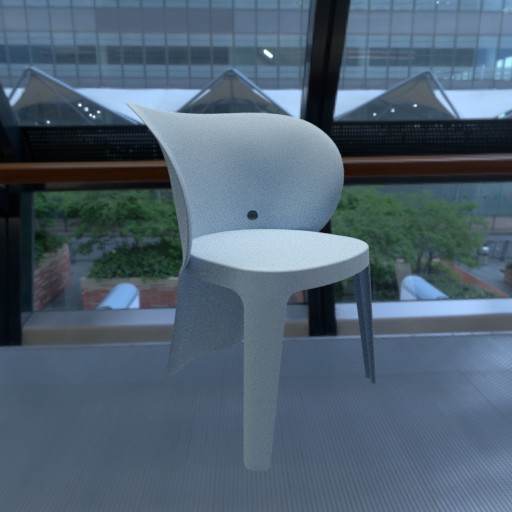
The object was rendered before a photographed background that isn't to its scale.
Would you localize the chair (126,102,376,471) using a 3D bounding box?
[{"bbox_3d":[0.000,0.000,0.850,0.402,0.554,0.451,12,18,41],"label":"chair"}]
